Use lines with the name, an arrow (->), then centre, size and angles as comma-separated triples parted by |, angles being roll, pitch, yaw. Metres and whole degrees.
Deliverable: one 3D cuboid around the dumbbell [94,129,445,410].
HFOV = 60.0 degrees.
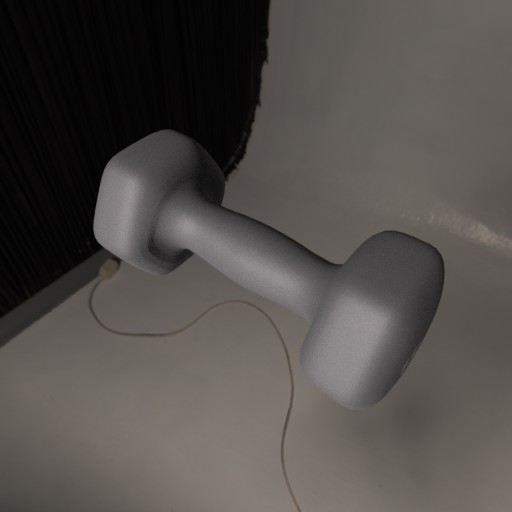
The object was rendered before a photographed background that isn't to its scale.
dumbbell -> 0.000, 0.000, 0.309 | 0.240, 0.105, 0.116 | 30, 53, 25
